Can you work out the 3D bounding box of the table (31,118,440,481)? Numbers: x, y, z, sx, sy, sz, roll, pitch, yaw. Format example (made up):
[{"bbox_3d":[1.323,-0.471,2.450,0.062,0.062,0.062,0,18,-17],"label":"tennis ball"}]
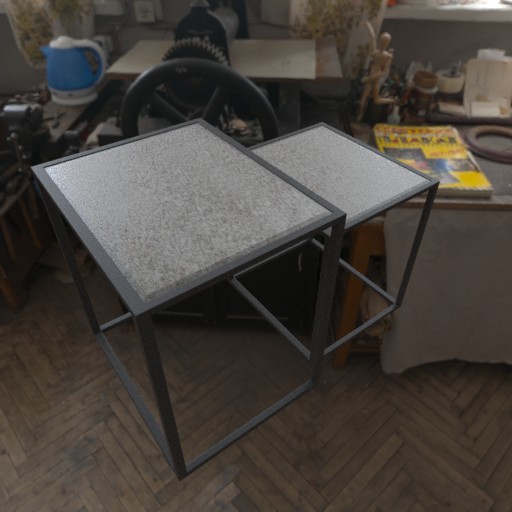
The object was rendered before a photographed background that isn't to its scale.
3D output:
[{"bbox_3d":[0.000,0.000,1.119,0.788,0.540,0.508,-26,47,-27],"label":"table"}]
